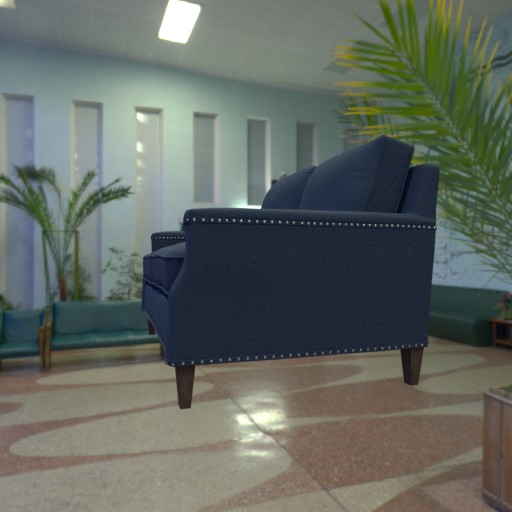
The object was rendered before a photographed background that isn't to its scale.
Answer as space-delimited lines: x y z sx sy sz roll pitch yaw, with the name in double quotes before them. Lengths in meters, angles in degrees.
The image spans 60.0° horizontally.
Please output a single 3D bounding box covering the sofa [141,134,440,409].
"sofa" 0.000 0.000 2.304 1.084 1.003 1.597 0 0 -17
